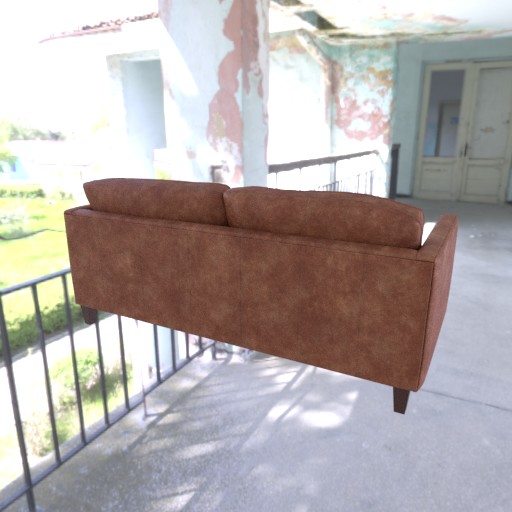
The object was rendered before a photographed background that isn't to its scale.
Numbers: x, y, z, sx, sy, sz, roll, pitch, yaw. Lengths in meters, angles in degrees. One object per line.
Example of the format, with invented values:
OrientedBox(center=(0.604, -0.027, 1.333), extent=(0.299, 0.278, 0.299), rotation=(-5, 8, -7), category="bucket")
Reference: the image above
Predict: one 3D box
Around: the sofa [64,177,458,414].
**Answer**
OrientedBox(center=(0.000, 0.000, 2.465), extent=(1.971, 0.863, 0.923), rotation=(9, 18, 27), category="sofa")
